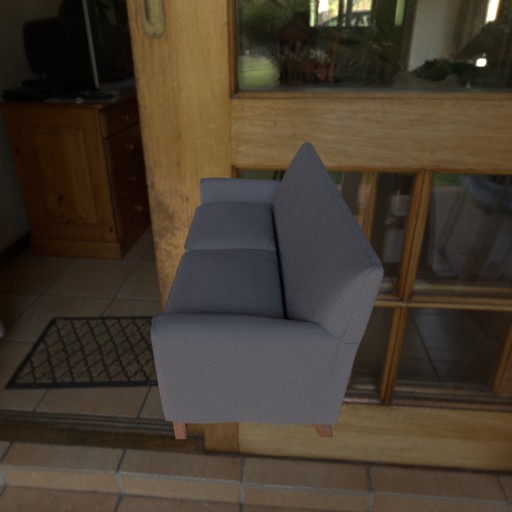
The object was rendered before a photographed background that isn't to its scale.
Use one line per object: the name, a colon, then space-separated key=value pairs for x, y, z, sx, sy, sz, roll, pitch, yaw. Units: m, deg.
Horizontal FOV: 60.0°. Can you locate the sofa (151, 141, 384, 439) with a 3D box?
sofa: x=0.000 y=0.000 z=2.560 sx=0.843 sy=0.907 sz=2.002 roll=0 pitch=26 yaw=-1
